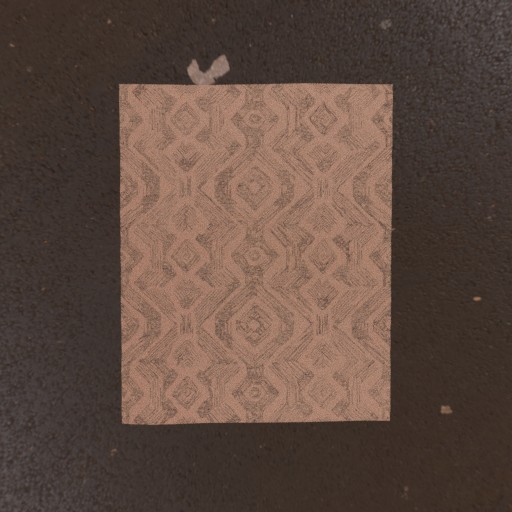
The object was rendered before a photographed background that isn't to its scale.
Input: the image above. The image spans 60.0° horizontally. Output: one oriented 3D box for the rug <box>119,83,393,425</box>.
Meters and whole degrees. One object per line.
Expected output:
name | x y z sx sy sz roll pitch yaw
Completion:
rug | 0.000 0.000 3.969 2.430 0.030 3.054 0 92 0
